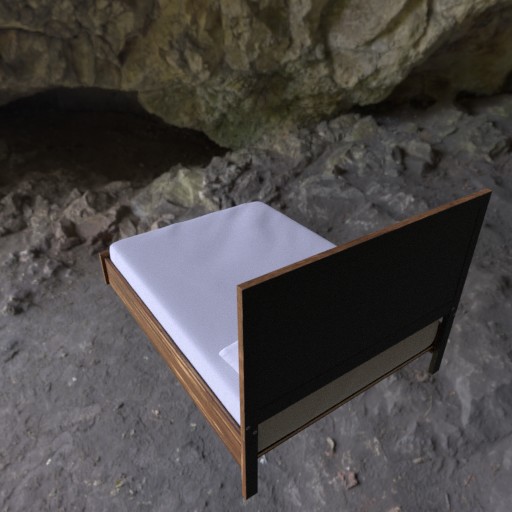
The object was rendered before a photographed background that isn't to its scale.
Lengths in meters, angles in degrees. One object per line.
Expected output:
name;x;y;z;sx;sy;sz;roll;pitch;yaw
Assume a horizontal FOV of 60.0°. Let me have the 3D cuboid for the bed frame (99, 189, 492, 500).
bed frame;0.000;0.000;3.270;1.696;1.417;2.276;-20;36;-29
